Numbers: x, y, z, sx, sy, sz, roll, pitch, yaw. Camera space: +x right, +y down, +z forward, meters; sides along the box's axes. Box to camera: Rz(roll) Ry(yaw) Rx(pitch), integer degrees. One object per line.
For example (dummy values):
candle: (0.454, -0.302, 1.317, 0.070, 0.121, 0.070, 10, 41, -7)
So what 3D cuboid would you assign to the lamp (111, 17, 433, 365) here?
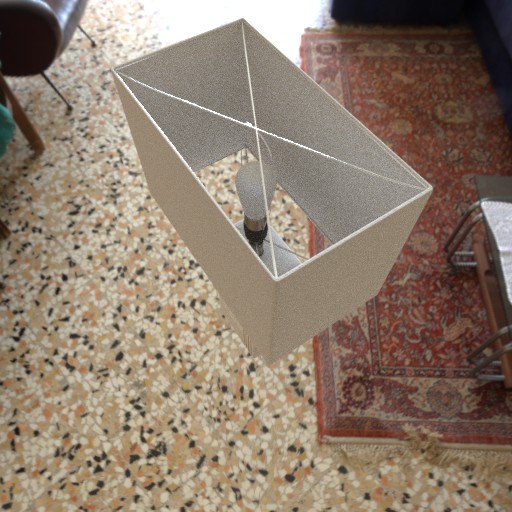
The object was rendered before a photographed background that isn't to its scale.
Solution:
lamp: (0.000, 0.000, 0.693, 0.182, 0.543, 0.334, -30, 63, -16)
